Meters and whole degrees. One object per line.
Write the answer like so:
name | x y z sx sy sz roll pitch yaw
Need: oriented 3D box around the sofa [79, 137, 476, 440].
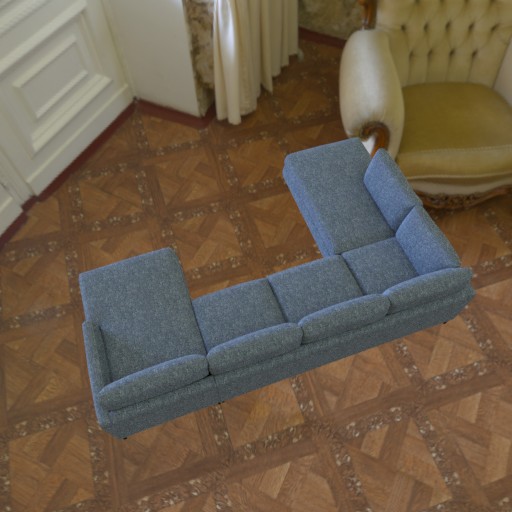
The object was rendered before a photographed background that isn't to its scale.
sofa | 0.000 0.000 3.524 2.737 0.756 1.879 -17 60 -10
